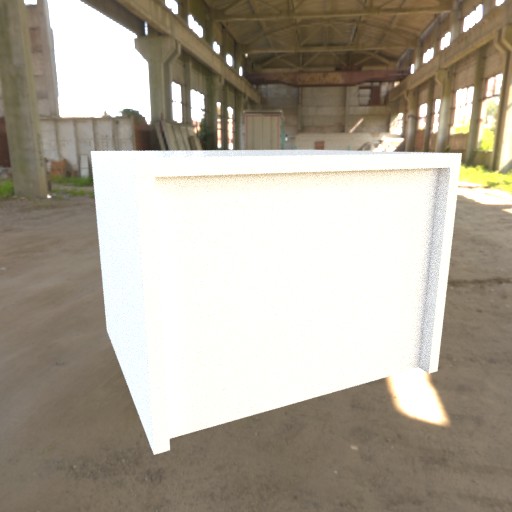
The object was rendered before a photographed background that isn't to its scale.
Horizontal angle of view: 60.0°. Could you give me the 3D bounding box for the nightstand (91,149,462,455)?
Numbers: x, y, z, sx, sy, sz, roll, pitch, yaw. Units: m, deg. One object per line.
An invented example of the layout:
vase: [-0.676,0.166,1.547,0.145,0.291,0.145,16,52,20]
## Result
nightstand: [0.000,0.000,0.769,0.470,0.351,0.408,-7,16,-25]
